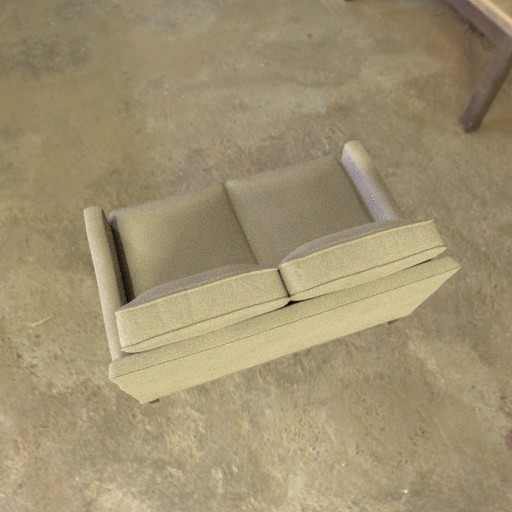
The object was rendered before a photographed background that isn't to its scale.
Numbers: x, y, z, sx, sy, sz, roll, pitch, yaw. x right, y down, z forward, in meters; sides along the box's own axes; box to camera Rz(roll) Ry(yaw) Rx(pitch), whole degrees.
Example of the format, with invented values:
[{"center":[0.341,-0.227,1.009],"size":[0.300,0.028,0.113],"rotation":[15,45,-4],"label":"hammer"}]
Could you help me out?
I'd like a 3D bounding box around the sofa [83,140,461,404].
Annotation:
[{"center":[0.000,0.000,2.316],"size":[1.597,1.003,1.084],"rotation":[-16,61,-9],"label":"sofa"}]
